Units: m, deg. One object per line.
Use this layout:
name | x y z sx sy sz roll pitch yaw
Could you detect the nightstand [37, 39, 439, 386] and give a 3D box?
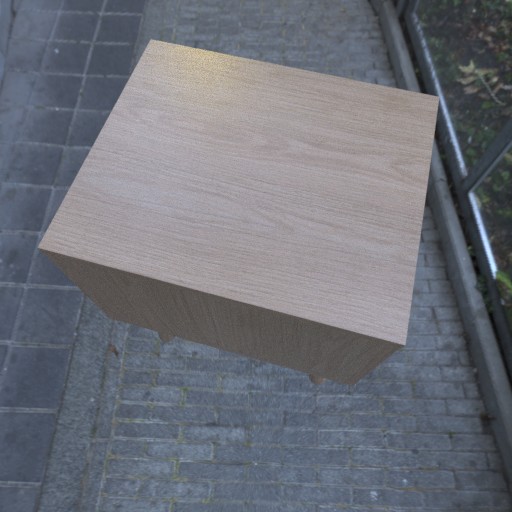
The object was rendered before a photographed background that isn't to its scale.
nightstand | 0.000 0.000 0.853 0.450 0.571 0.380 14 66 7
